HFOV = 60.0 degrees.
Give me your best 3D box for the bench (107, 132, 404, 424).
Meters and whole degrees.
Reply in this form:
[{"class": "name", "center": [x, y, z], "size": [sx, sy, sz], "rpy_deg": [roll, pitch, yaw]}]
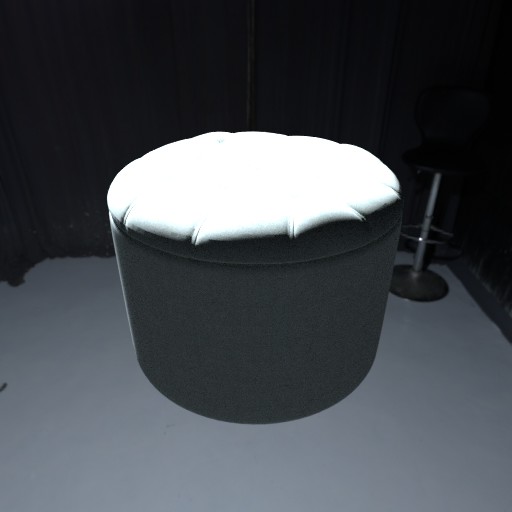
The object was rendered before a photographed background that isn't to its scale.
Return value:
[{"class": "bench", "center": [0.000, 0.000, 1.014], "size": [0.600, 0.453, 0.600], "rpy_deg": [0, 31, 0]}]
